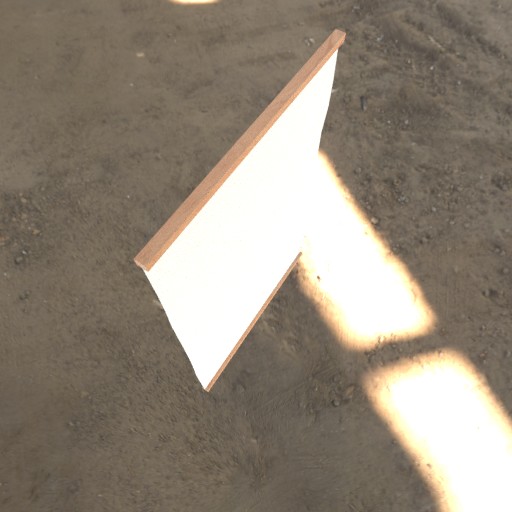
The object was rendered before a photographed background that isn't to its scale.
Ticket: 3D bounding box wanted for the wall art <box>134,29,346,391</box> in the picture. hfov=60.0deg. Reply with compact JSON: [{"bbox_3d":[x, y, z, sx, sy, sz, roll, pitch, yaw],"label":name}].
[{"bbox_3d":[0.000,0.000,0.635,0.012,0.508,0.332,30,66,15],"label":"wall art"}]
